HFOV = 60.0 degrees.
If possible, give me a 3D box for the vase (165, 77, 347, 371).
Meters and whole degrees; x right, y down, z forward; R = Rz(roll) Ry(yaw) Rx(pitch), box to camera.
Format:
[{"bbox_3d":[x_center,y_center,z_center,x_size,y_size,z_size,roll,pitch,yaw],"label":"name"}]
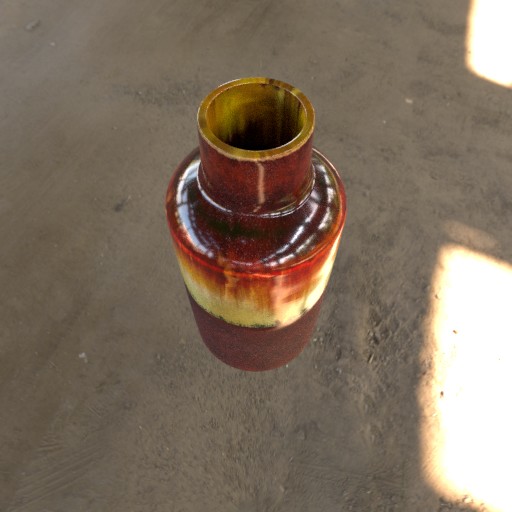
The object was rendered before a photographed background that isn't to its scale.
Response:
[{"bbox_3d":[0.000,0.000,0.325,0.111,0.261,0.111,0,58,0],"label":"vase"}]
